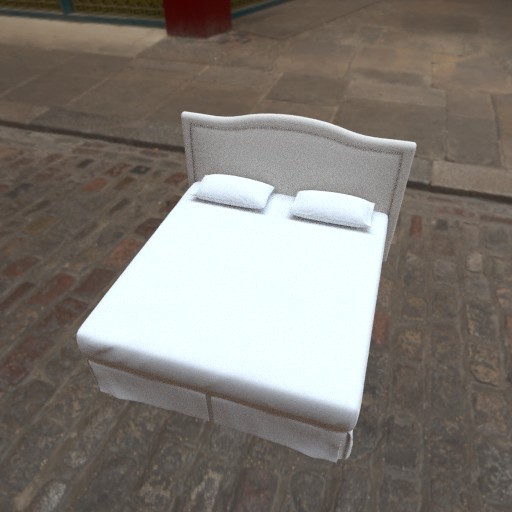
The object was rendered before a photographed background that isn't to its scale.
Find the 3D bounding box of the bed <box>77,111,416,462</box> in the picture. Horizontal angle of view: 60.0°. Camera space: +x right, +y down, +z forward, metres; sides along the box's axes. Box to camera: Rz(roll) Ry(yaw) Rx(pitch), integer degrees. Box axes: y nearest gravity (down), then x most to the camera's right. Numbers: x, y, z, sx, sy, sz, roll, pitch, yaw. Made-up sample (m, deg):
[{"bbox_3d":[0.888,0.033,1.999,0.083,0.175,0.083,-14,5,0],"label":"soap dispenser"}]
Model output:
[{"bbox_3d":[0.000,0.000,3.477,2.083,1.421,2.182,12,42,13],"label":"bed"}]
